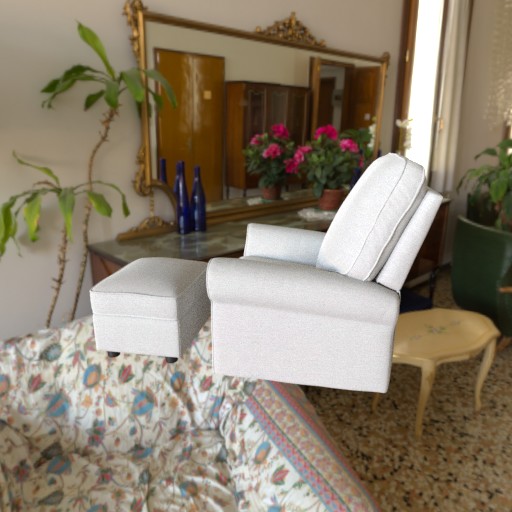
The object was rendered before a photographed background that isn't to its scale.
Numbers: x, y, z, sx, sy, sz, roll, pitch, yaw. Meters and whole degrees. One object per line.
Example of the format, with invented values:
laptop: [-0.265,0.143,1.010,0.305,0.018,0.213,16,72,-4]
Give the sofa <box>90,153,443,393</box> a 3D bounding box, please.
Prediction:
sofa: [0.000,0.000,2.109,1.478,0.959,0.880,3,16,10]
